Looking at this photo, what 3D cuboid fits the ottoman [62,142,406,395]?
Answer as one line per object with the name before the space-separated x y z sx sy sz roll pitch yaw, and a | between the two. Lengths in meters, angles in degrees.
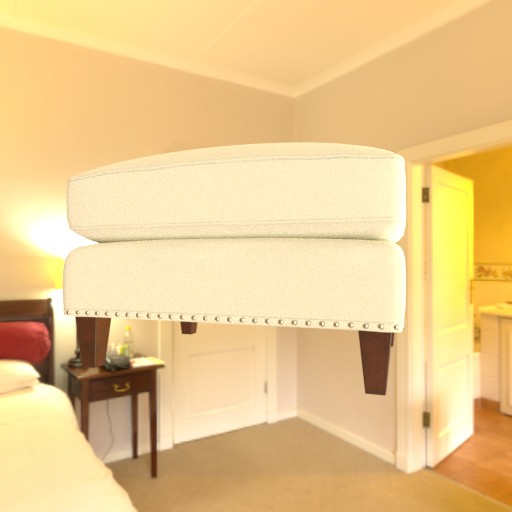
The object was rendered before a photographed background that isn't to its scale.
ottoman | 0.000 0.000 1.156 0.741 0.513 0.584 0 0 19
